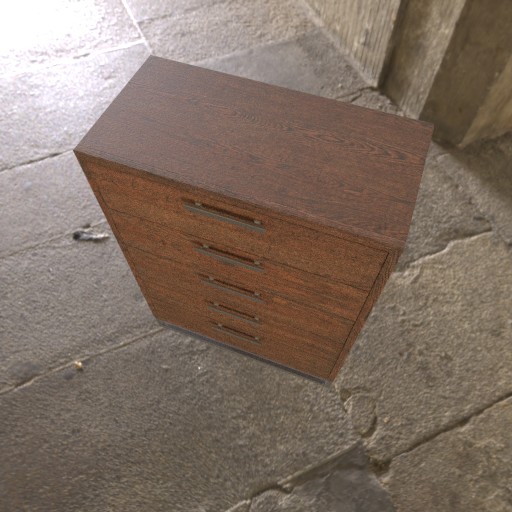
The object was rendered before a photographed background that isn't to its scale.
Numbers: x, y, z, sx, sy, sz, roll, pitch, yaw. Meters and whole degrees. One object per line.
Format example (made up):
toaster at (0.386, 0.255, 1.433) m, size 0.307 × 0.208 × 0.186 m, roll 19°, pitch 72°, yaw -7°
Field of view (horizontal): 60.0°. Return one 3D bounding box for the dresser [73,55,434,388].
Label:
dresser at (0.000, 0.000, 1.870) m, size 0.965 × 1.321 × 0.508 m, roll 18°, pitch 60°, yaw 11°
